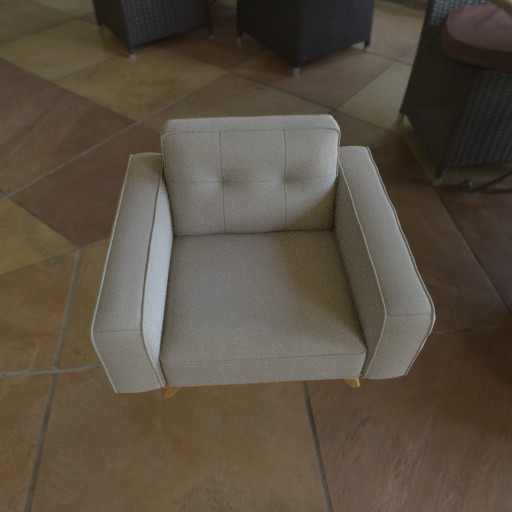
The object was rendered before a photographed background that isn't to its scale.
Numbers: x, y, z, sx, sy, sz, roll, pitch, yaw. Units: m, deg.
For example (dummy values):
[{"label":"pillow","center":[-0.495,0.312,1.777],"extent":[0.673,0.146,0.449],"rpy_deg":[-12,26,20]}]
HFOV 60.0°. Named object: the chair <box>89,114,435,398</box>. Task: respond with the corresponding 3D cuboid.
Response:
[{"label":"chair","center":[0.000,0.000,1.793],"extent":[1.115,0.779,0.953],"rpy_deg":[-2,47,-2]}]
